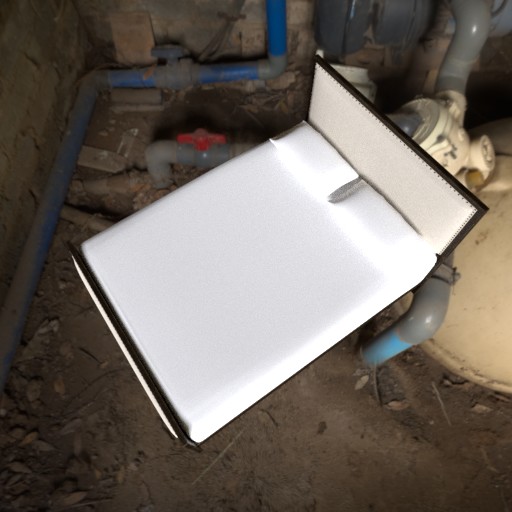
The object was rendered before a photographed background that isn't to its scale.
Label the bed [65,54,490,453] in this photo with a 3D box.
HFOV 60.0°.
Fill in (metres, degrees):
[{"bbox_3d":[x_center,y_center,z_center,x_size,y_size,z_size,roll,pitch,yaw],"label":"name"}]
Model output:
[{"bbox_3d":[0.000,0.000,3.190,2.221,1.313,1.607,-32,68,-15],"label":"bed"}]
